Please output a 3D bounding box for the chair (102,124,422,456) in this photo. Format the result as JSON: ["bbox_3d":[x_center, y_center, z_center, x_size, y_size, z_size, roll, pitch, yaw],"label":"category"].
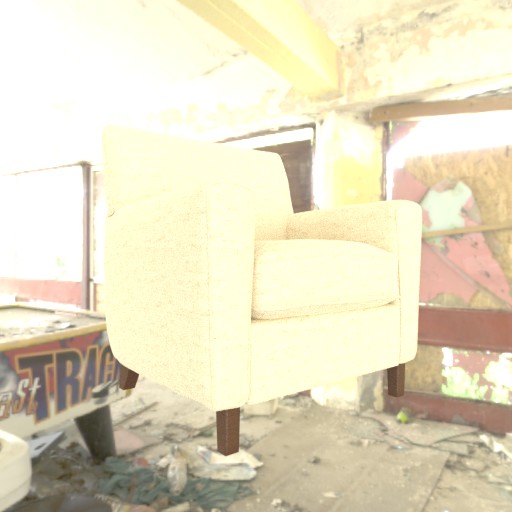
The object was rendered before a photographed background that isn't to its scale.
[{"bbox_3d":[0.000,0.000,1.553,0.870,0.943,0.823,-1,1,-38],"label":"chair"}]
